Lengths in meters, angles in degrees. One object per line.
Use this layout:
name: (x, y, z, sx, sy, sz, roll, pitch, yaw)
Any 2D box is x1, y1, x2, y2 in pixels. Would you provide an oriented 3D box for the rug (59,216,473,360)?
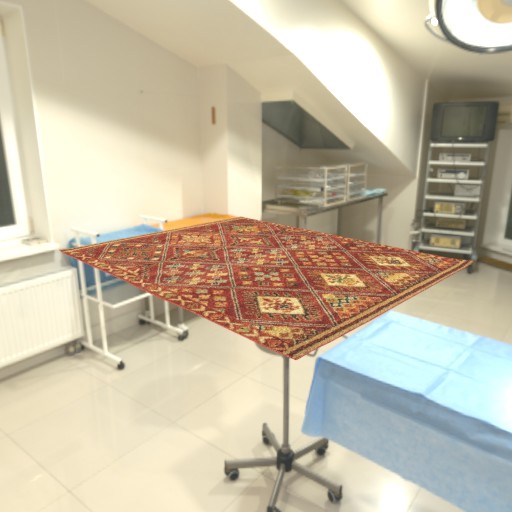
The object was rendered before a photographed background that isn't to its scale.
rug: (0.000, 0.000, 4.206, 2.489, 0.030, 3.086, -15, 22, -43)
